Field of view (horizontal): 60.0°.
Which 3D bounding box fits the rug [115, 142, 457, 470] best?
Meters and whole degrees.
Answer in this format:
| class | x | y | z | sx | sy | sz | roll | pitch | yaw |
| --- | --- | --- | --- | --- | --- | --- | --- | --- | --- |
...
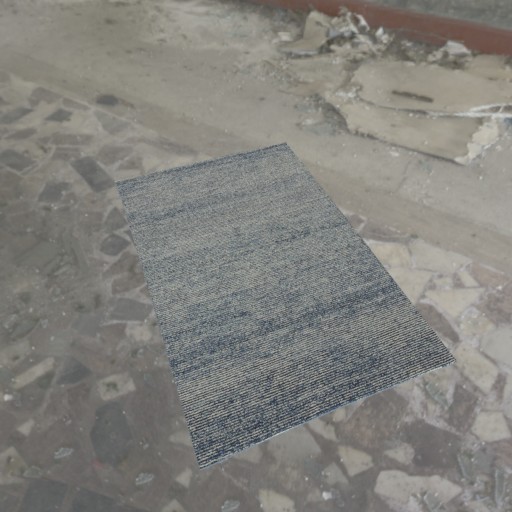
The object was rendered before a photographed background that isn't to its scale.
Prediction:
| class | x | y | z | sx | sy | sz | roll | pitch | yaw |
| --- | --- | --- | --- | --- | --- | --- | --- | --- | --- |
| rug | 0.000 | 0.000 | 2.285 | 1.145 | 0.021 | 1.777 | -16 | 50 | -14 |
